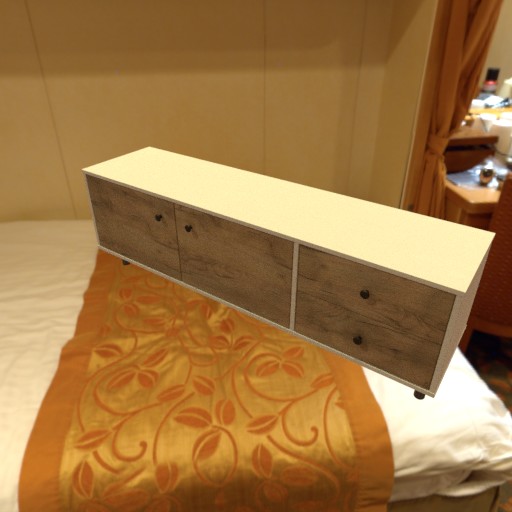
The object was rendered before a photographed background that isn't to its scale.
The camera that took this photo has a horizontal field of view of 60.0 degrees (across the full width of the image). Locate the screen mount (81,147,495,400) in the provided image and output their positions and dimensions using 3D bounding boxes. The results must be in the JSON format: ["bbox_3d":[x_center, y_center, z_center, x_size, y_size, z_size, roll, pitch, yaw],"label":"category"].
[{"bbox_3d":[0.000,0.000,1.815,1.600,0.520,0.418,20,36,29],"label":"screen mount"}]
